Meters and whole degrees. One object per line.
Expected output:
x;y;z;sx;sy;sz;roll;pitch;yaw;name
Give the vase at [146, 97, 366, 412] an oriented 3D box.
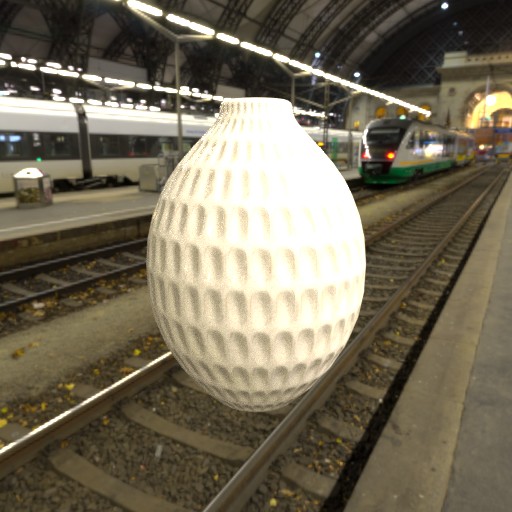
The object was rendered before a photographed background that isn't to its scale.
0.000;0.000;0.336;0.162;0.223;0.162;0;14;0;vase
